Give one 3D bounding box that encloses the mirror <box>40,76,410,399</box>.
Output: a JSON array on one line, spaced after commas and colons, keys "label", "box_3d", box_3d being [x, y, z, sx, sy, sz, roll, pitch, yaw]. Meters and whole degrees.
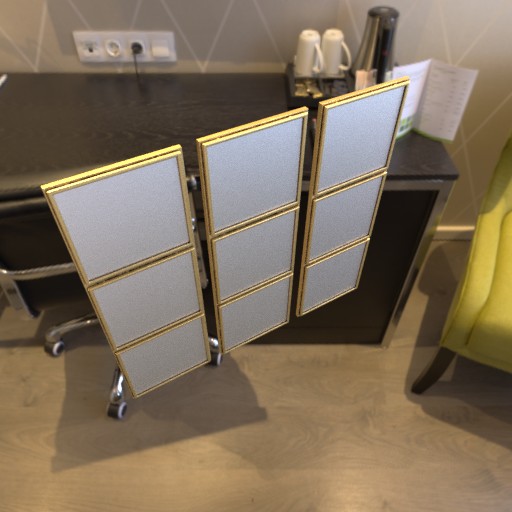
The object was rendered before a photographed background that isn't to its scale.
[{"label": "mirror", "box_3d": [0.000, 0.000, 1.412, 1.011, 0.926, 0.023, -23, 50, -20]}]
